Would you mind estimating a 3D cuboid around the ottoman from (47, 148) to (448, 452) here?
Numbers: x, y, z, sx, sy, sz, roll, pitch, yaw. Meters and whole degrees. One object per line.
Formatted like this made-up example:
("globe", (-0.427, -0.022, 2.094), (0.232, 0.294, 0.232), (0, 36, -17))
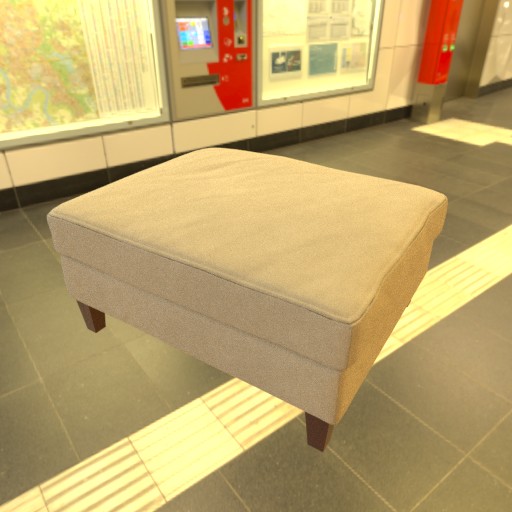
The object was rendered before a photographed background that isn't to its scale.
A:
("ottoman", (0.000, 0.000, 1.482), (1.002, 0.492, 0.836), (18, 34, 28))
